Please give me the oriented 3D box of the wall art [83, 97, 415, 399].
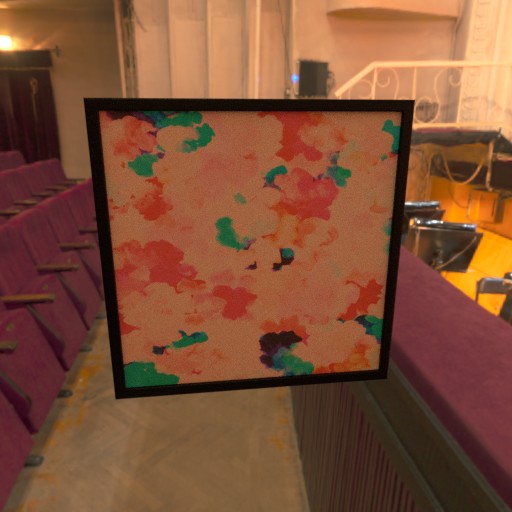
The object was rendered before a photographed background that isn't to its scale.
[{"bbox_3d":[0.000,0.000,1.130,0.756,0.755,0.036,-2,17,-7],"label":"wall art"}]
